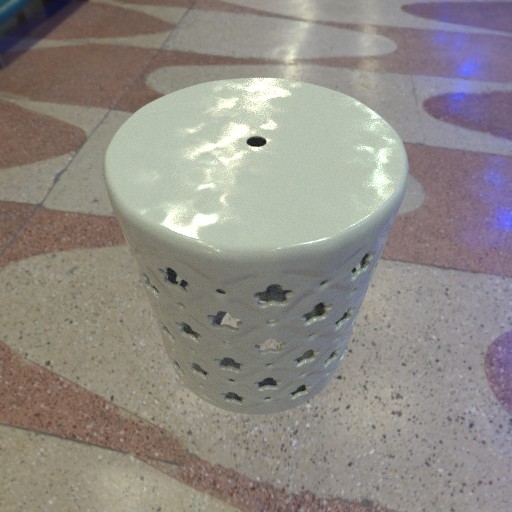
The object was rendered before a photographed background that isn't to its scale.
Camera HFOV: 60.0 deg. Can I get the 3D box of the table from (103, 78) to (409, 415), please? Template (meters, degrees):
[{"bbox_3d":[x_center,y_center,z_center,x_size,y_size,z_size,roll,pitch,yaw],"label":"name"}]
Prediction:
[{"bbox_3d":[0.000,0.000,0.651,0.352,0.387,0.352,0,47,0],"label":"table"}]
